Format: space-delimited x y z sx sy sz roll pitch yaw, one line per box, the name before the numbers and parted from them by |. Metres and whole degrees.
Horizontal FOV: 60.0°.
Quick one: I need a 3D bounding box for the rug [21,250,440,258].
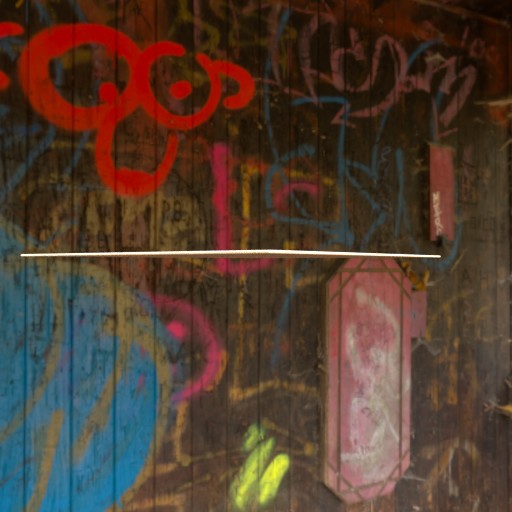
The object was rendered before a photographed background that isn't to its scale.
rug | 0.000 0.000 4.043 2.441 0.015 3.050 0 -1 37
